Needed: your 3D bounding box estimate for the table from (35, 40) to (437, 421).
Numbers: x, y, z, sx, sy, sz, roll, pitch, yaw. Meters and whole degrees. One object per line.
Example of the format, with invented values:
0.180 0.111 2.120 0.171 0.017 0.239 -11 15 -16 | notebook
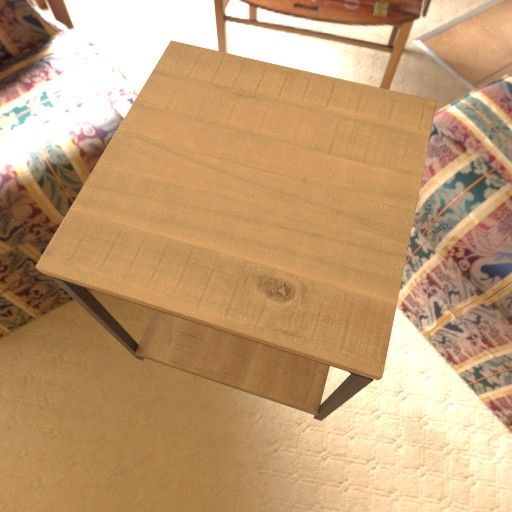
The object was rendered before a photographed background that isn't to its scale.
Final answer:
0.000 0.000 0.975 0.507 0.589 0.503 16 65 8 | table
